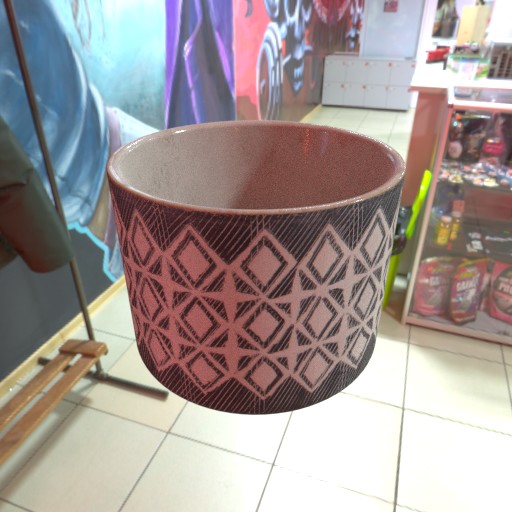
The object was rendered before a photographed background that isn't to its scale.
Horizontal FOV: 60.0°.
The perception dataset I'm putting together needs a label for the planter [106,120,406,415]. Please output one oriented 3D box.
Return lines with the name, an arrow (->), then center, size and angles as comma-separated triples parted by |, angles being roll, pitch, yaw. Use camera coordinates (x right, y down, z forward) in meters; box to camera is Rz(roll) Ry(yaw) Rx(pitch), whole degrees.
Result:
planter -> 0.000, 0.000, 0.220 | 0.126, 0.104, 0.126 | 0, 30, 0
